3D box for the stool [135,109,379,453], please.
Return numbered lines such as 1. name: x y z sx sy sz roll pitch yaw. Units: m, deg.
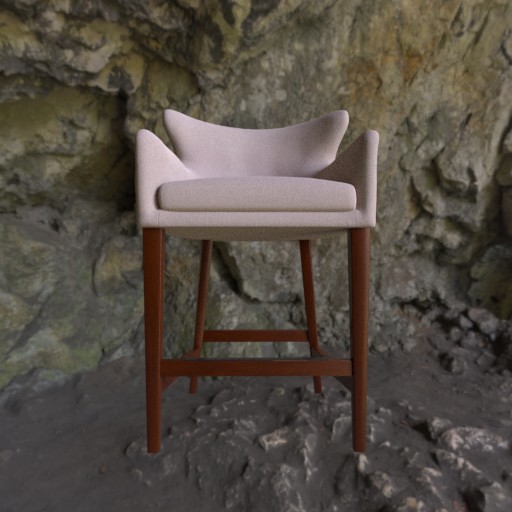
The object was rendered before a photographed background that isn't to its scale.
1. stool: 0.000 0.000 1.335 0.601 0.951 0.570 0 1 -1
